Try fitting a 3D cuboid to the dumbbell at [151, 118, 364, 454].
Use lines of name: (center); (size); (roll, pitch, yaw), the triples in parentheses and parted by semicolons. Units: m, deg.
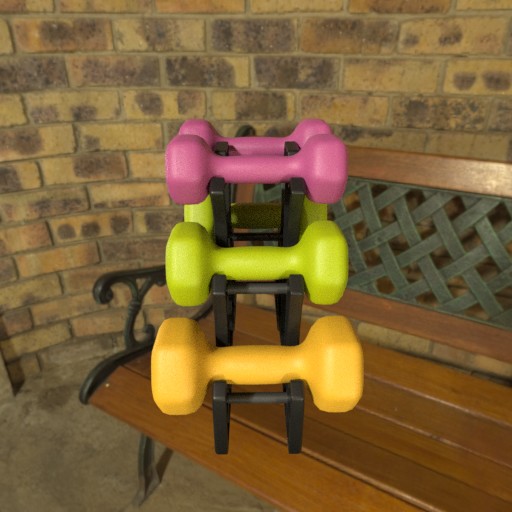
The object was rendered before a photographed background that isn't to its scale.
dumbbell: (0.000, 0.000, 0.479); (0.190, 0.271, 0.300); (0, 27, -1)
